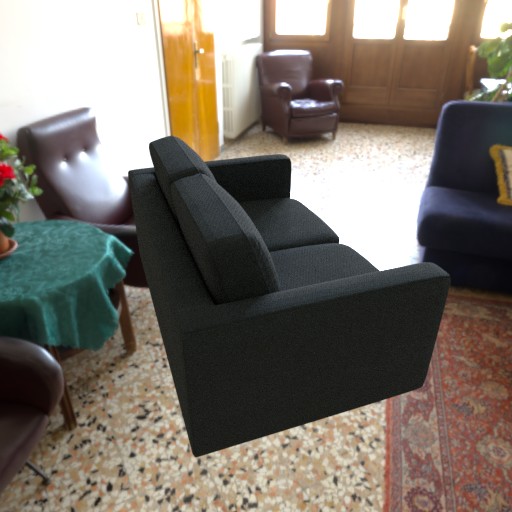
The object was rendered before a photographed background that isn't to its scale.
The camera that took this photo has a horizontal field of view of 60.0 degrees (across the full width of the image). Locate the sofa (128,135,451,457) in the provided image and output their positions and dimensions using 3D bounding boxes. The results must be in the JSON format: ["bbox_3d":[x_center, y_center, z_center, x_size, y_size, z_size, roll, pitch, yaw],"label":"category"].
[{"bbox_3d":[0.000,0.000,2.143,0.999,0.930,1.518,-10,31,-17],"label":"sofa"}]
